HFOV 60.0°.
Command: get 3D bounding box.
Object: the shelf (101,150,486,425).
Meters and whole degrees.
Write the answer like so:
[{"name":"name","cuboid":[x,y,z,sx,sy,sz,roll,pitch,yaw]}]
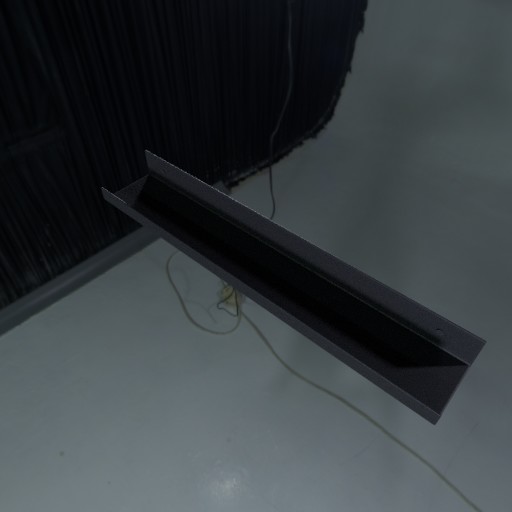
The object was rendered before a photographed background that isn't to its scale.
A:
[{"name":"shelf","cuboid":[0.000,0.000,0.633,0.605,0.053,0.102,32,53,27]}]
